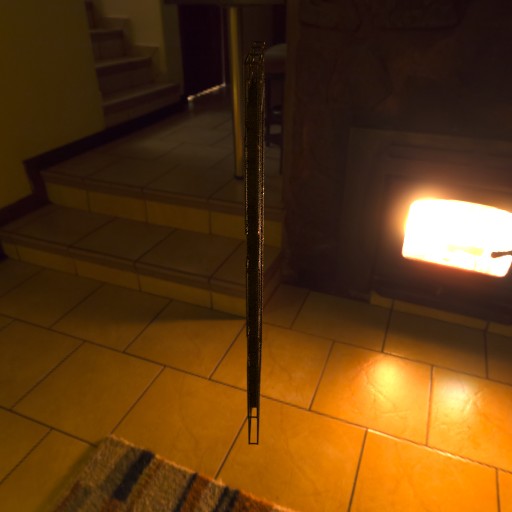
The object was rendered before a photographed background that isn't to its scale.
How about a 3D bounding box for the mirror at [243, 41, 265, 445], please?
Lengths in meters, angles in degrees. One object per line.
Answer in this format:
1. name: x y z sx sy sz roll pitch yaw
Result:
1. mirror: 0.000 0.000 1.403 0.037 1.192 0.565 1 30 2
